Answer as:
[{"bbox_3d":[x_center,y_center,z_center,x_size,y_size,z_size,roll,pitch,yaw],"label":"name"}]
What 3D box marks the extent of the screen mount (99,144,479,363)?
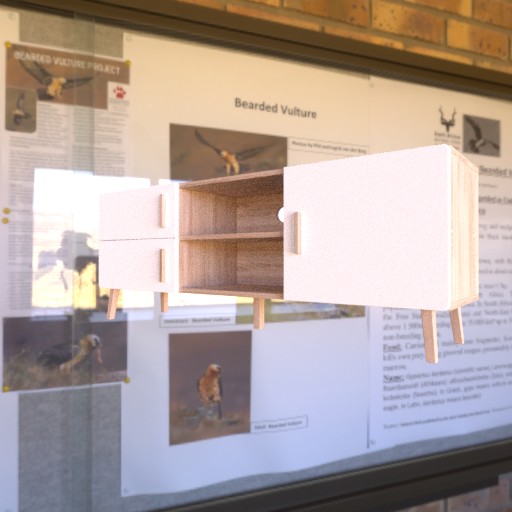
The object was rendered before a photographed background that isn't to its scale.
[{"bbox_3d":[0.000,0.000,1.726,1.500,0.570,0.420,0,0,36],"label":"screen mount"}]
